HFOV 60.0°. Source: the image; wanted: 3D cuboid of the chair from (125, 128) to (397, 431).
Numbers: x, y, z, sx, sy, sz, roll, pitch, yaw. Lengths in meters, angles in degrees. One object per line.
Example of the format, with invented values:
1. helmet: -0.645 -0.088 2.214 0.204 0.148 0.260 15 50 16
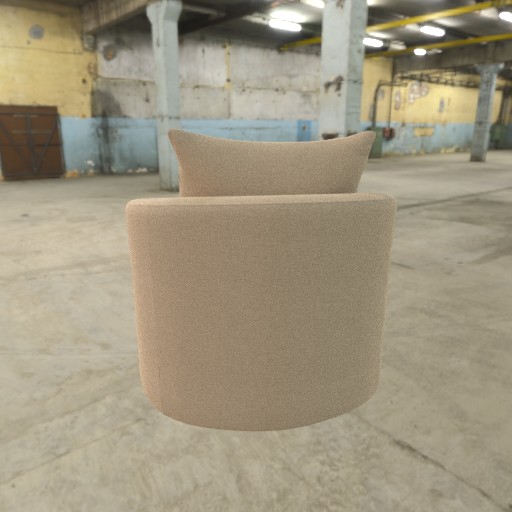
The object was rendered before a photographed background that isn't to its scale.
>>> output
1. chair: 0.000 0.000 1.554 0.845 0.848 0.910 -3 15 -10
